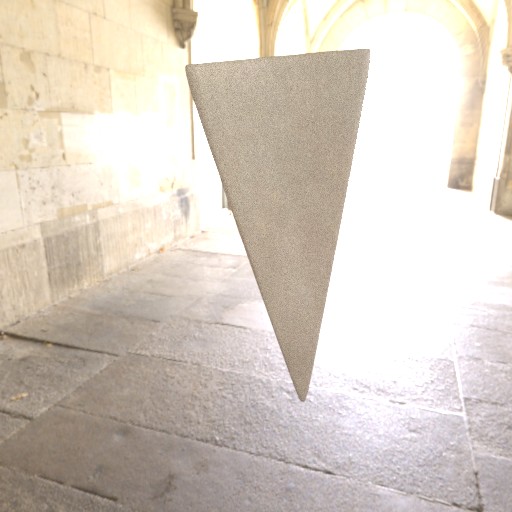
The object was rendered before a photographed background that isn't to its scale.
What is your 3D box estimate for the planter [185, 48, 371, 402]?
[{"bbox_3d":[0.000,0.000,0.271,0.081,0.224,0.101,-7,17,-25],"label":"planter"}]
